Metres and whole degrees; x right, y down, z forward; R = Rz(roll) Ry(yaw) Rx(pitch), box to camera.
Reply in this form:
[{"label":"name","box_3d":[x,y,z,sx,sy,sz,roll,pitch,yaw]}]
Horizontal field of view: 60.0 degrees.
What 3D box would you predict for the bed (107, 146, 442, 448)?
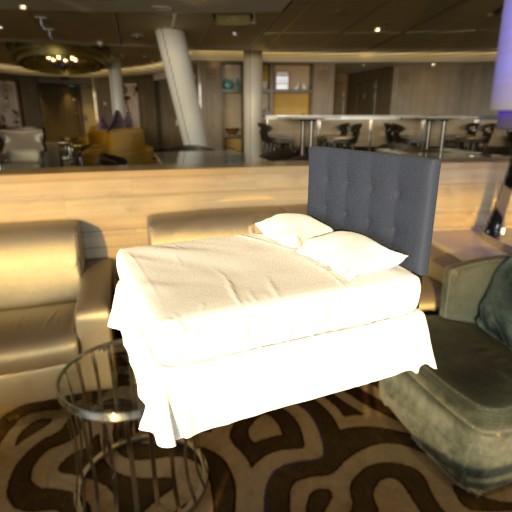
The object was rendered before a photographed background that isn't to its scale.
[{"label":"bed","box_3d":[0.000,0.000,3.531,2.222,1.577,1.936,-8,19,-23]}]
